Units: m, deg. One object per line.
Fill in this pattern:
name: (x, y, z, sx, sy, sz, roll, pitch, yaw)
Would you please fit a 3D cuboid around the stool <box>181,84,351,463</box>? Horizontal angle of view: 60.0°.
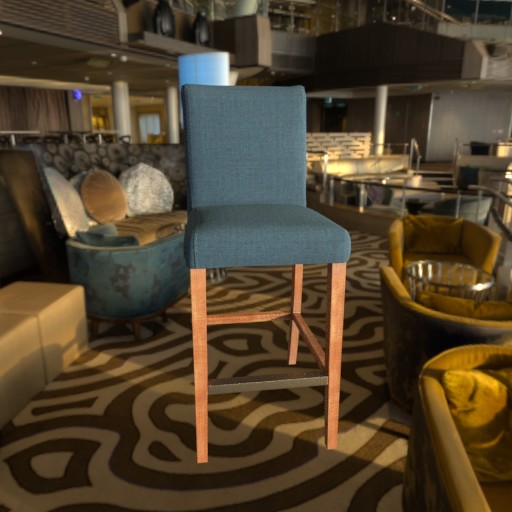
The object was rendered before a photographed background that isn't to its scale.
stool: (0.000, 0.000, 1.436, 0.454, 1.088, 0.574, -2, 16, -8)
